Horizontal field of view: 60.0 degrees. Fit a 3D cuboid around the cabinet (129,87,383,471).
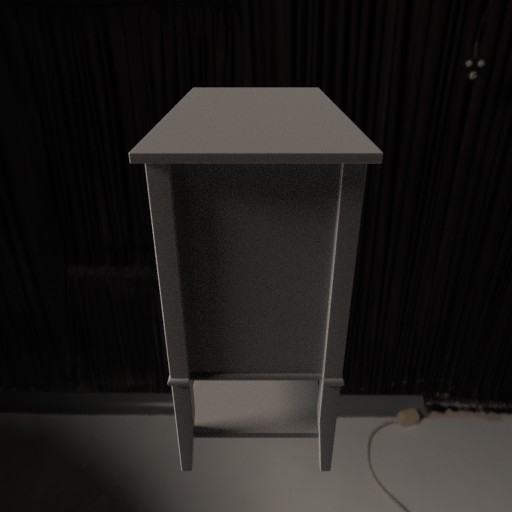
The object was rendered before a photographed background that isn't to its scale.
[{"bbox_3d":[0.000,0.000,1.223,0.396,0.780,0.801,0,28,0],"label":"cabinet"}]
